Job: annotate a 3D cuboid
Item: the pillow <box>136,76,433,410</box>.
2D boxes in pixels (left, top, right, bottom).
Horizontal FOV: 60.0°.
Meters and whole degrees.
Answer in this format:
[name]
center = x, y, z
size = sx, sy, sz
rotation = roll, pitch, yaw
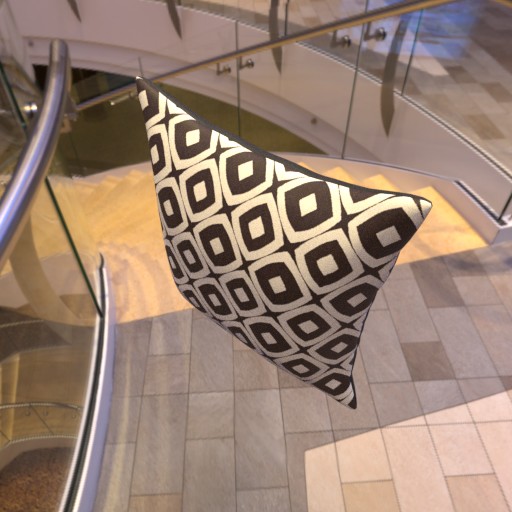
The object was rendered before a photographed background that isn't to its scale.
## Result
[pillow]
center = 0.000, 0.000, 0.769
size = 0.504, 0.494, 0.188
rotation = 31, 53, 27
